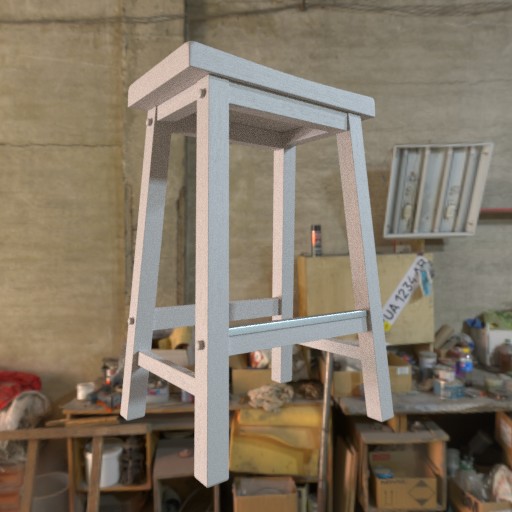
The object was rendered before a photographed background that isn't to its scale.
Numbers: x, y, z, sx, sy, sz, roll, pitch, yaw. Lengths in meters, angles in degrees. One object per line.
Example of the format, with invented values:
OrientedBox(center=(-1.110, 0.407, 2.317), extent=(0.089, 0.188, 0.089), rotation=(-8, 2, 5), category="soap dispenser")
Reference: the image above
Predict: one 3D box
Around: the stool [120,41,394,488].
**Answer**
OrientedBox(center=(0.000, 0.000, 0.833), extent=(0.406, 0.610, 0.322), rotation=(-1, 1, -37), category="stool")
